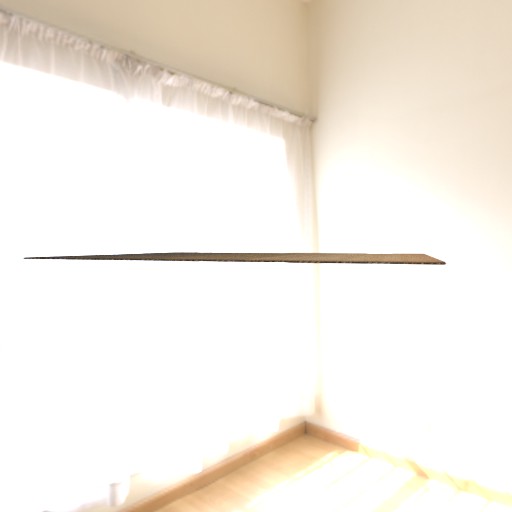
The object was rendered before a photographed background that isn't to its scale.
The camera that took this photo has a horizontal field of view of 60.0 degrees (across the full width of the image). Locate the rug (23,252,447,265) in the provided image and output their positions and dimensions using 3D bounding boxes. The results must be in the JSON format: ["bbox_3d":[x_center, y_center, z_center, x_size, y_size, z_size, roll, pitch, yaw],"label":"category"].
[{"bbox_3d":[0.000,0.000,3.913,2.902,0.017,2.306,0,2,18],"label":"rug"}]
